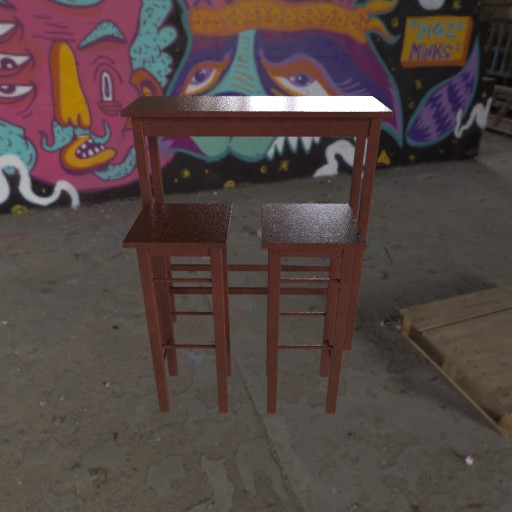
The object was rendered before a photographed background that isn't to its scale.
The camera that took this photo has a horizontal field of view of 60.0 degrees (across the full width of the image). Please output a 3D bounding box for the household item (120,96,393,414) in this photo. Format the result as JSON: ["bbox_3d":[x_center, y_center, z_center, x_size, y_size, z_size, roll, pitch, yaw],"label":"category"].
[{"bbox_3d":[0.000,0.000,1.709,0.914,1.067,0.676,0,29,0],"label":"household item"}]
